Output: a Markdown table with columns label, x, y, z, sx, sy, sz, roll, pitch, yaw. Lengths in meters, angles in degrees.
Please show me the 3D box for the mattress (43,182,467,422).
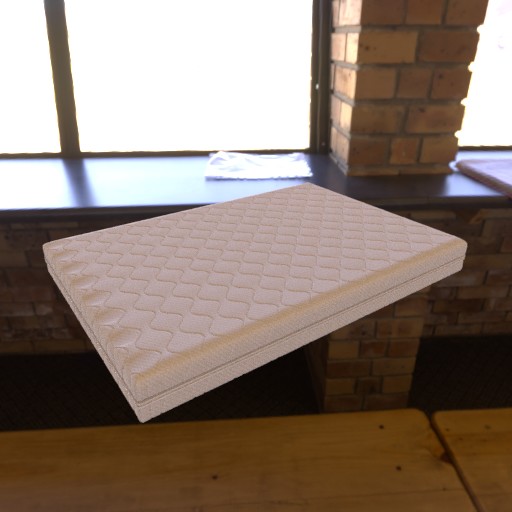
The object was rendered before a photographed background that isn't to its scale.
| label | x | y | z | sx | sy | sz | roll | pitch | yaw |
| --- | --- | --- | --- | --- | --- | --- | --- | --- | --- |
| mattress | 0.000 | 0.000 | 2.558 | 2.000 | 0.200 | 1.400 | -18 | 32 | -31 |
